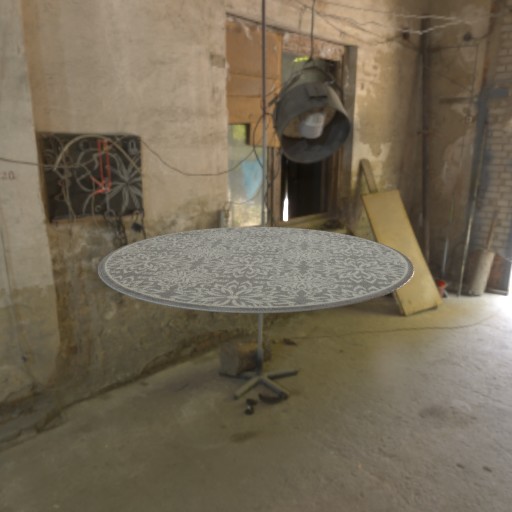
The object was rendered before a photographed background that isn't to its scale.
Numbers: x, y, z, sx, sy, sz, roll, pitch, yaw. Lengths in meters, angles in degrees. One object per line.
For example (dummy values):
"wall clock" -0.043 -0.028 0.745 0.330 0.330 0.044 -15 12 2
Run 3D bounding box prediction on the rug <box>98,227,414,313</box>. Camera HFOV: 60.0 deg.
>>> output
"rug" 0.000 0.000 2.361 1.593 0.012 1.593 0 15 0
